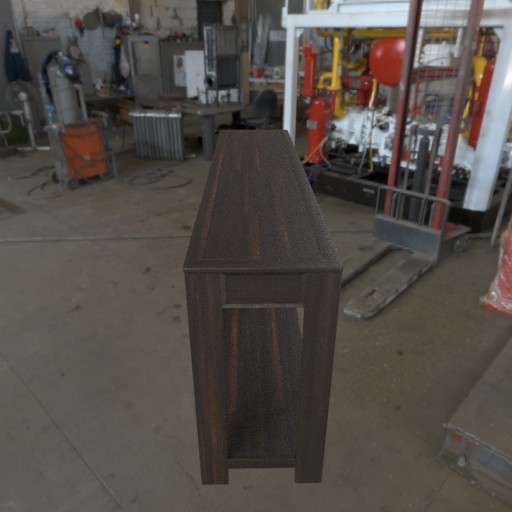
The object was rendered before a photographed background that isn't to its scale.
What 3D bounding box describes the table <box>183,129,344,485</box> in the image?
[{"bbox_3d":[0.000,0.000,1.928,0.384,0.762,1.631,0,27,-1],"label":"table"}]
